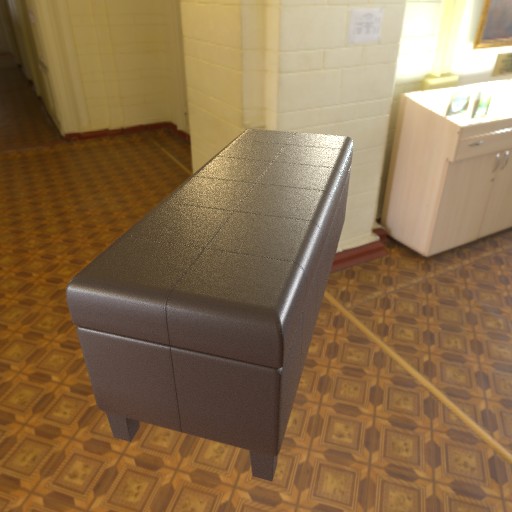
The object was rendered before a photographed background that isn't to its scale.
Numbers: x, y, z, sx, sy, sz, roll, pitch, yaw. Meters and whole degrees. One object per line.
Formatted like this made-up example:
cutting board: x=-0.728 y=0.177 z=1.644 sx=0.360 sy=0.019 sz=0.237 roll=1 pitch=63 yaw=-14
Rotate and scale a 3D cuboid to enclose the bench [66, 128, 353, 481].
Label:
bench: x=0.000 y=0.000 z=1.312 sx=0.429 sy=0.457 sz=1.092 roll=9 pitch=32 yaw=14
